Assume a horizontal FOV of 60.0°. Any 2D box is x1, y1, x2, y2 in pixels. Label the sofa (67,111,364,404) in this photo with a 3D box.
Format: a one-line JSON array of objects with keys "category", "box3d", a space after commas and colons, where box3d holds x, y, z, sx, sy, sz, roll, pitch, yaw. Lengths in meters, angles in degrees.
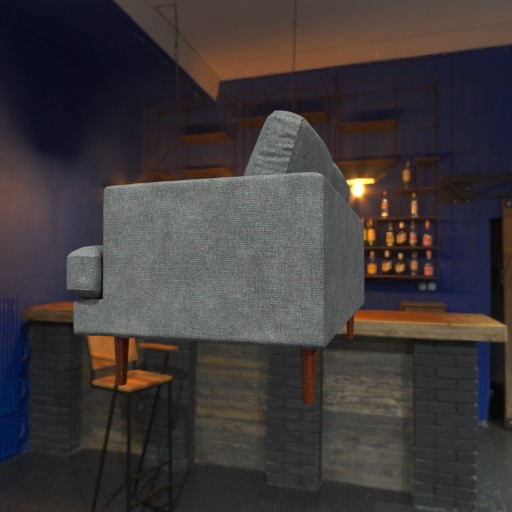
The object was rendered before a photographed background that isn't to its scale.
[{"category": "sofa", "box3d": [0.000, 0.000, 2.129, 0.903, 0.956, 1.582, 0, -1, 18]}]
